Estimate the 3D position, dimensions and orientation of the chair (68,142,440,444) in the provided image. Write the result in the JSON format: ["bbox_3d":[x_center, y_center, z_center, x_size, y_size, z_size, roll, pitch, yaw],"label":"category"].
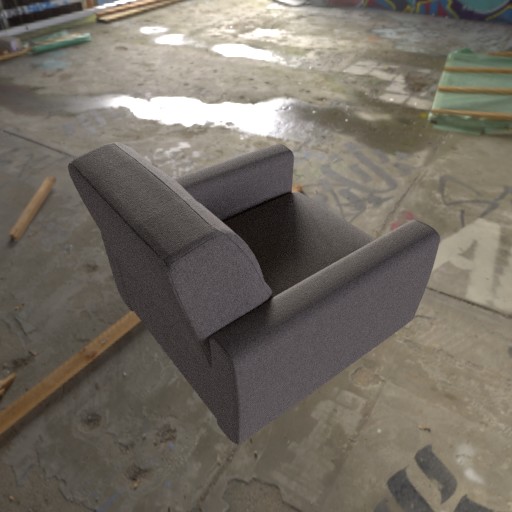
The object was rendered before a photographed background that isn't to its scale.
[{"bbox_3d":[0.000,0.000,1.522,0.907,0.839,0.831,-27,47,-28],"label":"chair"}]
